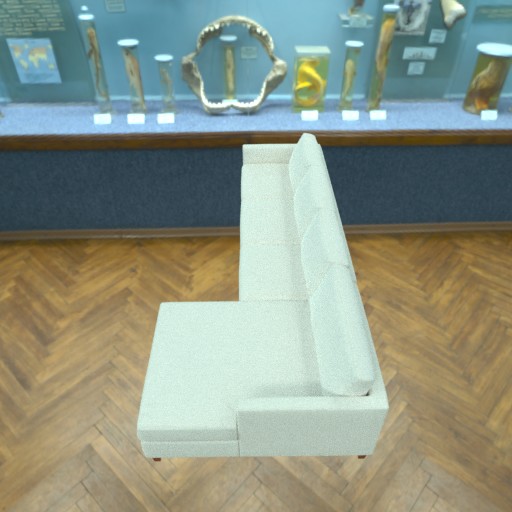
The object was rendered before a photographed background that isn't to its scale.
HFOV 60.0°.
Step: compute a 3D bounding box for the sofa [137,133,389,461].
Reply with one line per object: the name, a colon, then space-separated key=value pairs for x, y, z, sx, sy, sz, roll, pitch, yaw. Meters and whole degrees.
sofa: x=0.000 y=0.000 z=4.138 sx=1.606 sy=0.954 sz=3.471 roll=0 pitch=41 yaw=-1
